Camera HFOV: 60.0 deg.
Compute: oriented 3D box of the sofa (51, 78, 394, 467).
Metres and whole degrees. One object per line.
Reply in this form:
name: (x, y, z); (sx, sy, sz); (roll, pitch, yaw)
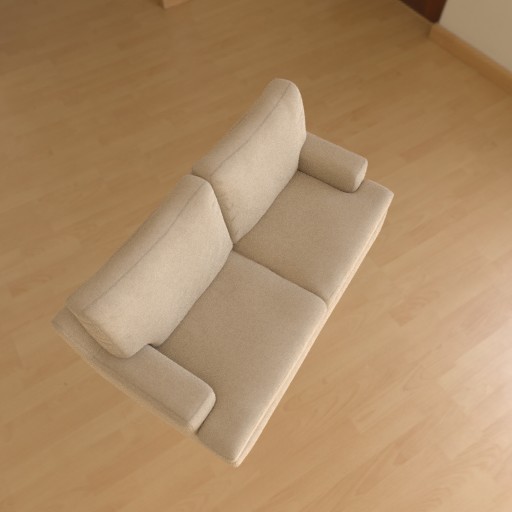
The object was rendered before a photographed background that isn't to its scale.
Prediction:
sofa: (0.000, 0.000, 2.443); (0.962, 0.967, 1.885); (28, 63, 16)
